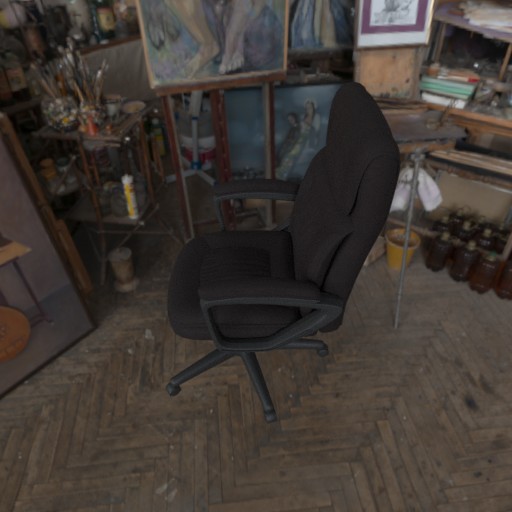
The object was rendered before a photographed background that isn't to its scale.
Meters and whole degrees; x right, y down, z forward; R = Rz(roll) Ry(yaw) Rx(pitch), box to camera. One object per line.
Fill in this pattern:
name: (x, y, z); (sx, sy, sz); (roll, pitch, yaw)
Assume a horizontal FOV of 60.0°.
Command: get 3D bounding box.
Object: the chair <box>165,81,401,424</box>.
chair: (0.000, 0.000, 1.571); (0.724, 1.105, 0.667); (0, 39, 0)
